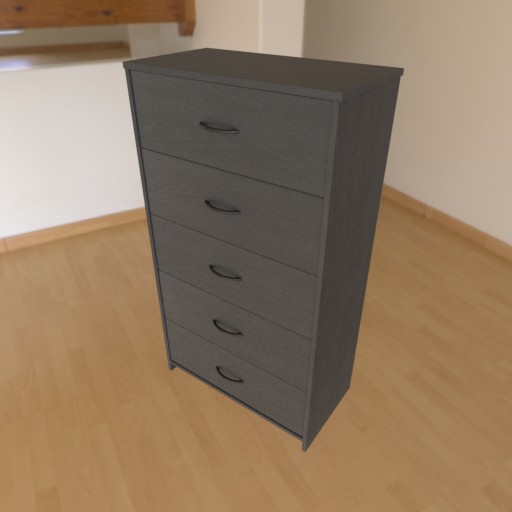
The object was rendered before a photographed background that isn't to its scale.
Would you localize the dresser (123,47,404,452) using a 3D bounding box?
[{"bbox_3d":[0.000,0.000,1.568,0.704,1.255,0.399,21,38,30],"label":"dresser"}]
